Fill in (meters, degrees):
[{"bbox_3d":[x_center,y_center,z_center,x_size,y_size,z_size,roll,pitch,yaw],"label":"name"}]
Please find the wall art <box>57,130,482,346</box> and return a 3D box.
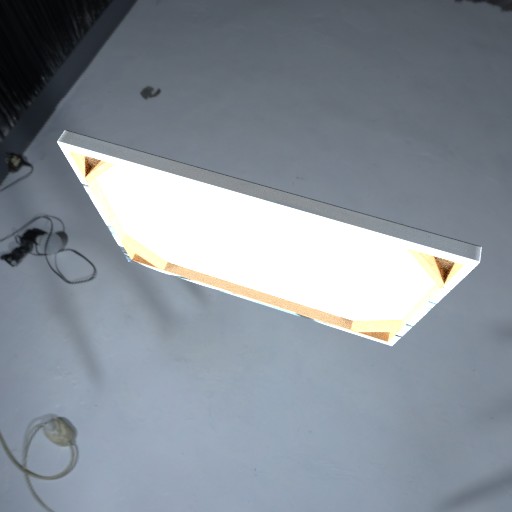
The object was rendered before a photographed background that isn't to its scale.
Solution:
[{"bbox_3d":[0.000,0.000,1.189,0.914,0.609,0.039,17,65,8],"label":"wall art"}]
